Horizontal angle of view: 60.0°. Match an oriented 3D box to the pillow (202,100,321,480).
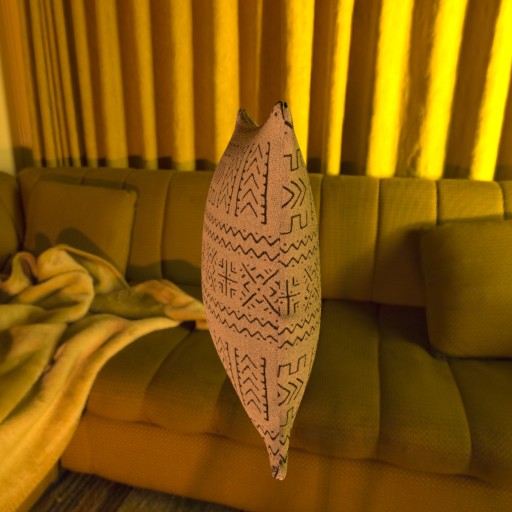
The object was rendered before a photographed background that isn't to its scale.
[{"bbox_3d":[0.000,0.000,0.662,0.164,0.430,0.438,-2,17,-7],"label":"pillow"}]
